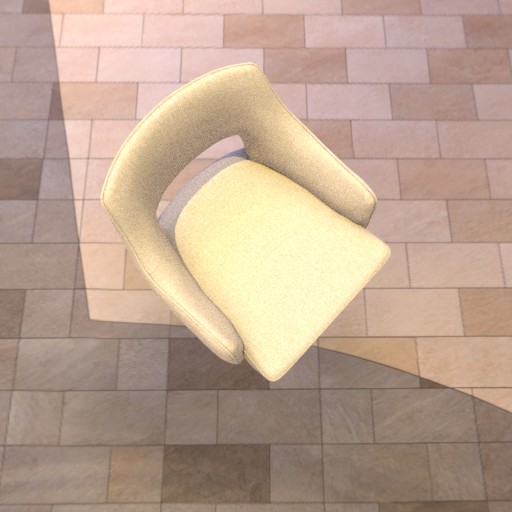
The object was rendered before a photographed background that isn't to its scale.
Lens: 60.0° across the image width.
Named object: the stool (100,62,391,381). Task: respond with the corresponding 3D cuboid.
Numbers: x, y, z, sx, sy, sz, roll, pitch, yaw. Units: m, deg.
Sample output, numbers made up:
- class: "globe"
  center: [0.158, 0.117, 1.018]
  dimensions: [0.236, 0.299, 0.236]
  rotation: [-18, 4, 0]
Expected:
- class: "stool"
  center: [0.000, 0.000, 1.282]
  dimensions: [0.560, 0.936, 0.550]
  rotation: [43, 79, 11]
